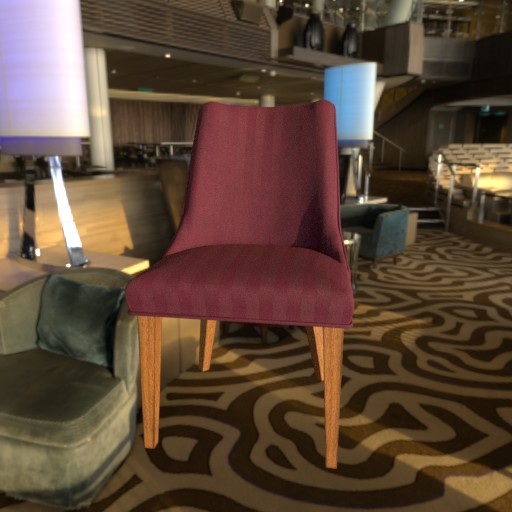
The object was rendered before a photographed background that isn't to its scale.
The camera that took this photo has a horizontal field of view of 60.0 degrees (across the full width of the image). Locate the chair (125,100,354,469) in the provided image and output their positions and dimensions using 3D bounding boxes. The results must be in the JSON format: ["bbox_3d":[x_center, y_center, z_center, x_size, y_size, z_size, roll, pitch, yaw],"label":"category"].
[{"bbox_3d":[0.000,0.000,1.322,0.548,0.916,0.638,2,14,9],"label":"chair"}]
